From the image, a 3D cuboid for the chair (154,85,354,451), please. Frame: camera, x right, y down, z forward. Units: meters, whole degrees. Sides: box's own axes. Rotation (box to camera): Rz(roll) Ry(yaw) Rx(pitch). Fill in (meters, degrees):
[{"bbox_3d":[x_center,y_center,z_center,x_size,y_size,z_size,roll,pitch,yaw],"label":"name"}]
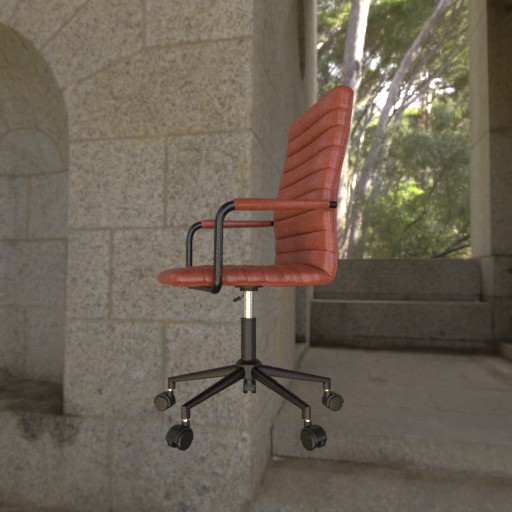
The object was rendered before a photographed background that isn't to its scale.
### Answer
[{"bbox_3d":[0.000,0.000,1.362,0.580,0.979,0.608,1,-2,-17],"label":"chair"}]
